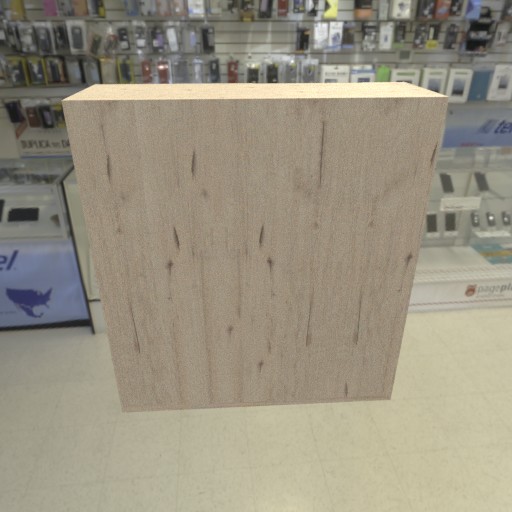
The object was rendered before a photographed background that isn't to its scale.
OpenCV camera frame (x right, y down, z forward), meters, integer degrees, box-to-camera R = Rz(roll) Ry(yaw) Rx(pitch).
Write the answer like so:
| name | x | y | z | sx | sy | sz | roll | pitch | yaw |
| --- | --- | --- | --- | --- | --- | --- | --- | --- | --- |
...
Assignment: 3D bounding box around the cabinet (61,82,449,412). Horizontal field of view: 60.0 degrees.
| name | x | y | z | sx | sy | sz | roll | pitch | yaw |
| --- | --- | --- | --- | --- | --- | --- | --- | --- | --- |
| cabinet | 0.000 | 0.000 | 3.081 | 2.000 | 2.180 | 0.660 | -2 | 28 | -3 |
